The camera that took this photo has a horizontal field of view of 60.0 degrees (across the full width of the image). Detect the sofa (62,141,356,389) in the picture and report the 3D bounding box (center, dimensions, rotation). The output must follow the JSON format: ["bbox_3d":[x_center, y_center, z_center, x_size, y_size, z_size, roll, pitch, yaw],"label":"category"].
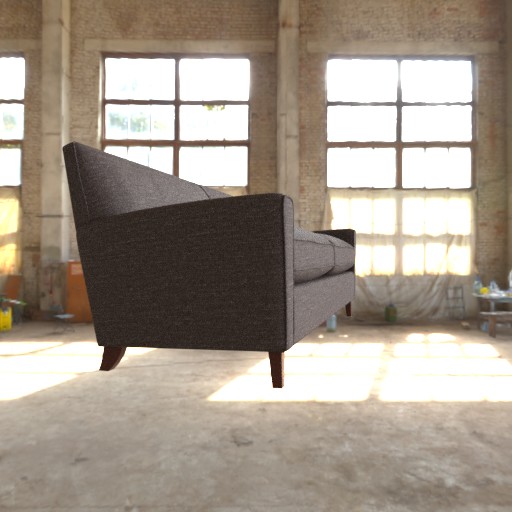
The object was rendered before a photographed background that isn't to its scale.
[{"bbox_3d":[0.000,0.000,2.402,0.875,0.846,1.976,0,0,19],"label":"sofa"}]
